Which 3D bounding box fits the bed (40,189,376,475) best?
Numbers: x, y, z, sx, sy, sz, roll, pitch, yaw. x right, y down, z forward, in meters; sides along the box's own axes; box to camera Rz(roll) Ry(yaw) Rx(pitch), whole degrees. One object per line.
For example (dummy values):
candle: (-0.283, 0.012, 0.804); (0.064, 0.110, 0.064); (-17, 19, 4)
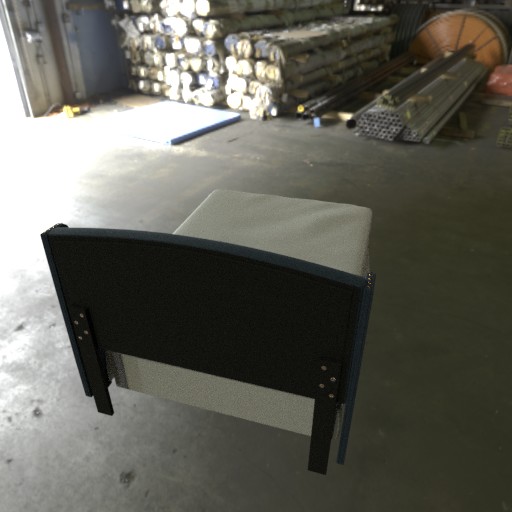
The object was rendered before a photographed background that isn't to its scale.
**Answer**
bed: (0.000, 0.000, 3.312); (1.710, 1.407, 2.237); (9, 33, 14)
